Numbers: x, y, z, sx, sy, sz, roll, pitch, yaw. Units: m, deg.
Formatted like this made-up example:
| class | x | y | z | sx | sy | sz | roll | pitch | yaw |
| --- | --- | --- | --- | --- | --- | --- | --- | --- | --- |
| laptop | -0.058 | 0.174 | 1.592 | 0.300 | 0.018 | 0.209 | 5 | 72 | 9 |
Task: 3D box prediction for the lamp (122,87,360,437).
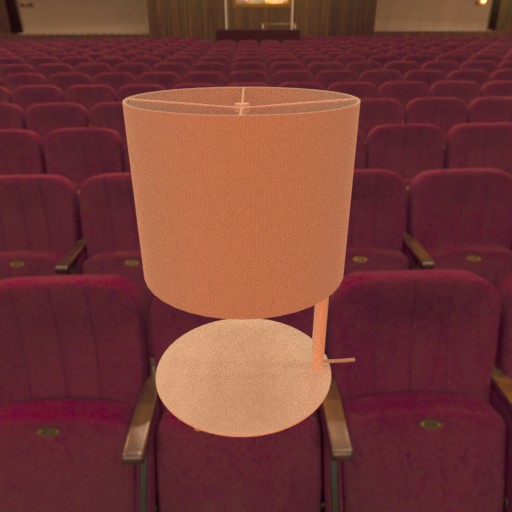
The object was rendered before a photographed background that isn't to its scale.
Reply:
| class | x | y | z | sx | sy | sz | roll | pitch | yaw |
| --- | --- | --- | --- | --- | --- | --- | --- | --- | --- |
| lamp | 0.000 | 0.000 | 0.671 | 0.341 | 0.454 | 0.299 | 0 | 26 | -1 |
